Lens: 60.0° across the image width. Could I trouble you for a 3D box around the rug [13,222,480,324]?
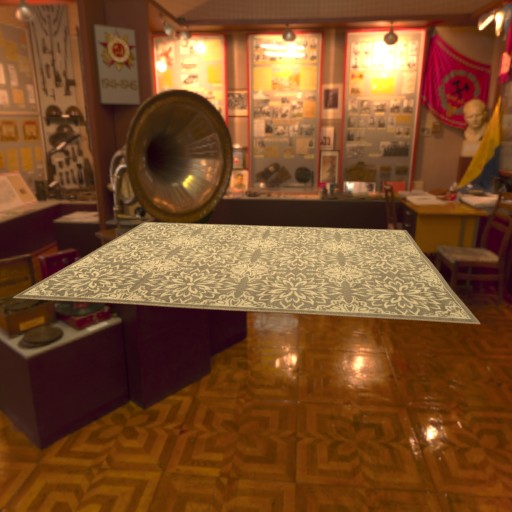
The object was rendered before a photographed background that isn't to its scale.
[{"bbox_3d":[0.000,0.000,3.907,2.980,0.012,2.363,2,17,7],"label":"rug"}]
